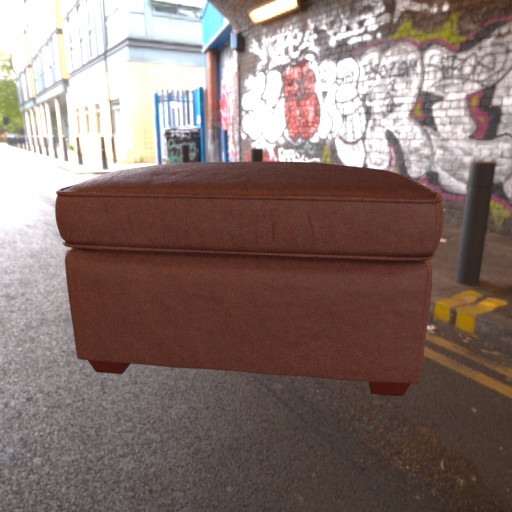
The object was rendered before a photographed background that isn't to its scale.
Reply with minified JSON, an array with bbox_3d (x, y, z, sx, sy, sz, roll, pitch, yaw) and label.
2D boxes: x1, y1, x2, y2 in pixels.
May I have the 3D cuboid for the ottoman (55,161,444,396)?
[{"bbox_3d":[0.000,0.000,1.093,0.749,0.449,0.548,2,16,8],"label":"ottoman"}]
